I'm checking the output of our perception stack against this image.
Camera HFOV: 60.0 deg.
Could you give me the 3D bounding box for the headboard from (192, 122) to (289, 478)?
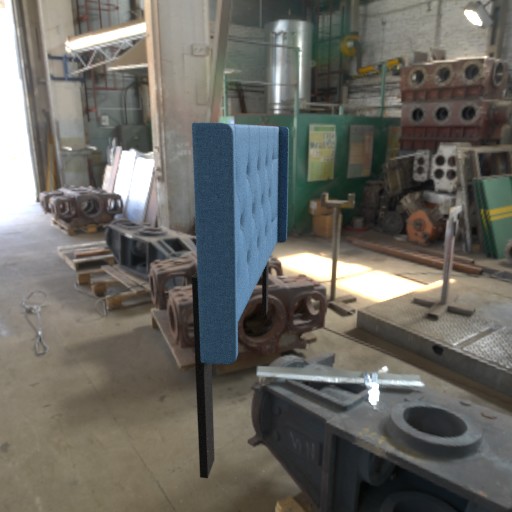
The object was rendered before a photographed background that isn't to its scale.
[{"bbox_3d":[0.000,0.000,2.694,0.184,1.524,2.051,3,16,9],"label":"headboard"}]
